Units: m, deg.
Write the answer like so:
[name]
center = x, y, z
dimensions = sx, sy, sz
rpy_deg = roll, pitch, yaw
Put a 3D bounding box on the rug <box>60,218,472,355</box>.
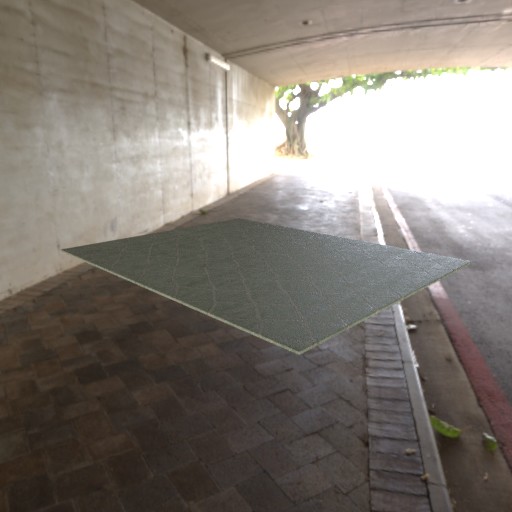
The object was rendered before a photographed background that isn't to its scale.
[rug]
center = 0.000, 0.000, 4.161
dimensions = 3.039, 0.019, 2.420
rpy_deg = 15, 21, 43
